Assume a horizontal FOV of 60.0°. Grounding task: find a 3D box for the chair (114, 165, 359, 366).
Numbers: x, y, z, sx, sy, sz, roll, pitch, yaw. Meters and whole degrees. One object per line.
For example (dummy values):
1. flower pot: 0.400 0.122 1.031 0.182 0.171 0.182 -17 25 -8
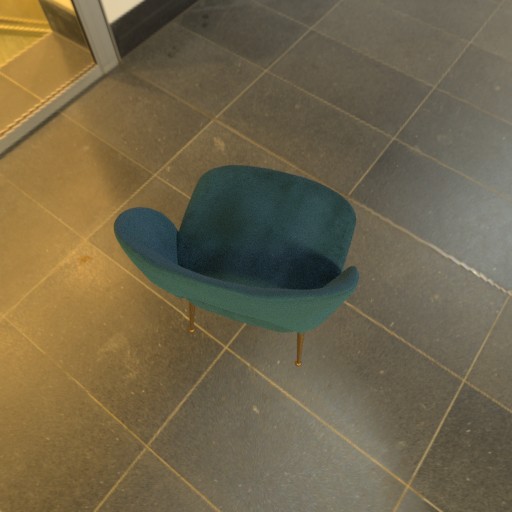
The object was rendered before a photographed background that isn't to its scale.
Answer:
1. chair: 0.000 0.000 1.231 0.527 0.860 0.577 16 64 8
